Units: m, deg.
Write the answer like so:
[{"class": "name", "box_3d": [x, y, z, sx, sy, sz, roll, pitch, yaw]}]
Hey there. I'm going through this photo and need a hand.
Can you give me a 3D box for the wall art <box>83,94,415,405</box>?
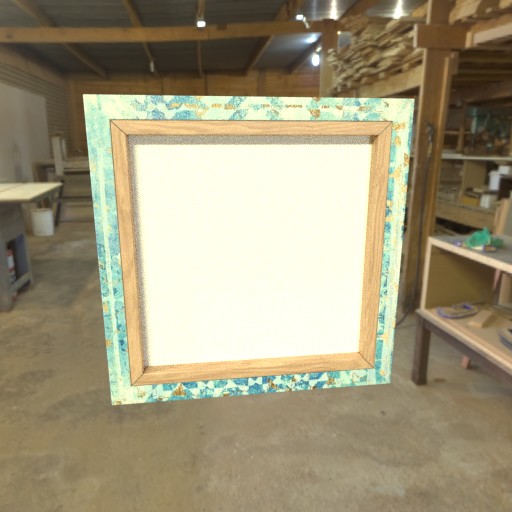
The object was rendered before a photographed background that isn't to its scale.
[{"class": "wall art", "box_3d": [0.000, 0.000, 0.902, 0.609, 0.609, 0.040, -2, 15, -8]}]
